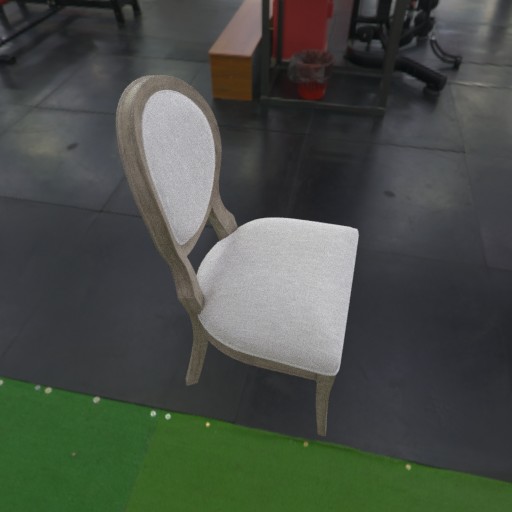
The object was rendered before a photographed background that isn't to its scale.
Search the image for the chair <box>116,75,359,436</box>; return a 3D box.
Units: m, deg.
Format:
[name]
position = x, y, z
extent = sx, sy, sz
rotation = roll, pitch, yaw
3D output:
[chair]
position = 0.000, 0.000, 1.311
extent = 0.602, 0.990, 0.558
rotation = 11, 47, 10
